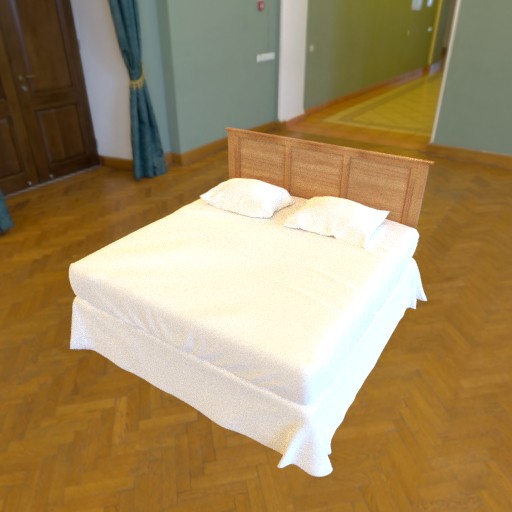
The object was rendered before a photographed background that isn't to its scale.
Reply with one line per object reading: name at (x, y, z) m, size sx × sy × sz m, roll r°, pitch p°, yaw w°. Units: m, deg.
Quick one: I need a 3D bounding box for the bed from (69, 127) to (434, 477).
bed at (0.000, 0.000, 3.463) m, size 2.317 × 1.270 × 2.215 m, roll 18°, pitch 35°, yaw 28°
